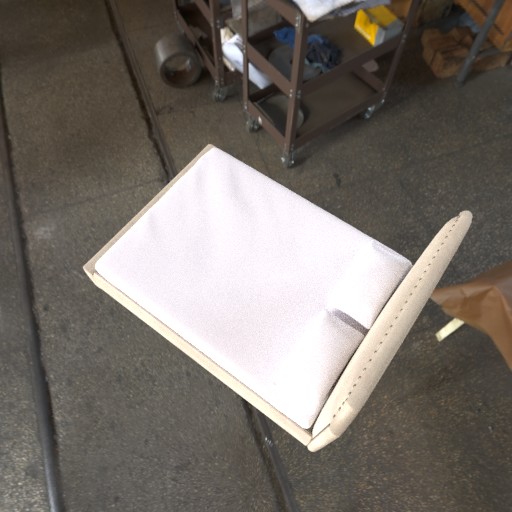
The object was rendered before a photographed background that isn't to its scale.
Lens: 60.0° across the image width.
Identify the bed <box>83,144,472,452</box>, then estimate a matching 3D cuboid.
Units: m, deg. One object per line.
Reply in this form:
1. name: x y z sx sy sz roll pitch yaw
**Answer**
1. bed: 0.000 0.000 3.442 2.372 1.443 1.712 33 67 16
